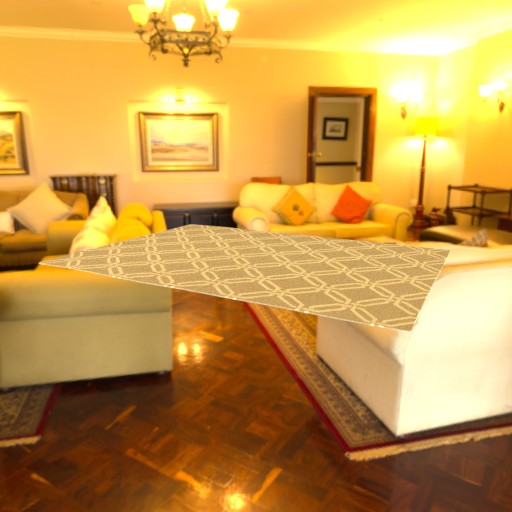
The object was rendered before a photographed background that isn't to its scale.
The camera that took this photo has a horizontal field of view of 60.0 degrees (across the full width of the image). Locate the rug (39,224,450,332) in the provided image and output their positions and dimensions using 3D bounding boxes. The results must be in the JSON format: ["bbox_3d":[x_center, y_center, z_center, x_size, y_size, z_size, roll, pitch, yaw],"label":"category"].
[{"bbox_3d":[0.000,0.000,2.790,2.135,0.013,1.524,7,16,27],"label":"rug"}]
